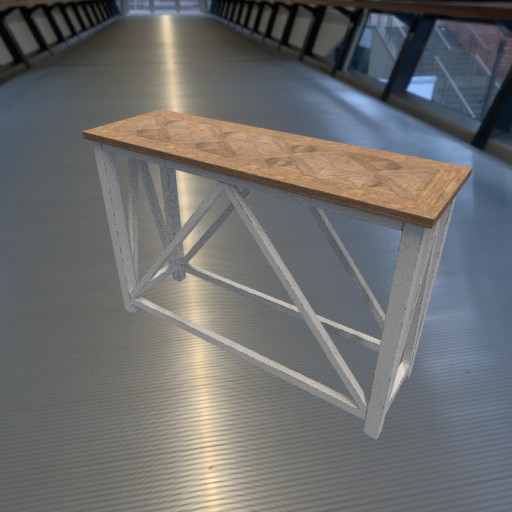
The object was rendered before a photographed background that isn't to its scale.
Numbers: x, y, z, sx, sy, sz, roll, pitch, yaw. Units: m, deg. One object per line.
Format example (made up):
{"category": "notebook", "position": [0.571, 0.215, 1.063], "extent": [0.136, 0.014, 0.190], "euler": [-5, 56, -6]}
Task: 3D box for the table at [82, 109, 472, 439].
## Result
{"category": "table", "position": [0.000, 0.000, 1.862], "extent": [1.400, 0.930, 0.450], "euler": [20, 37, 29]}
